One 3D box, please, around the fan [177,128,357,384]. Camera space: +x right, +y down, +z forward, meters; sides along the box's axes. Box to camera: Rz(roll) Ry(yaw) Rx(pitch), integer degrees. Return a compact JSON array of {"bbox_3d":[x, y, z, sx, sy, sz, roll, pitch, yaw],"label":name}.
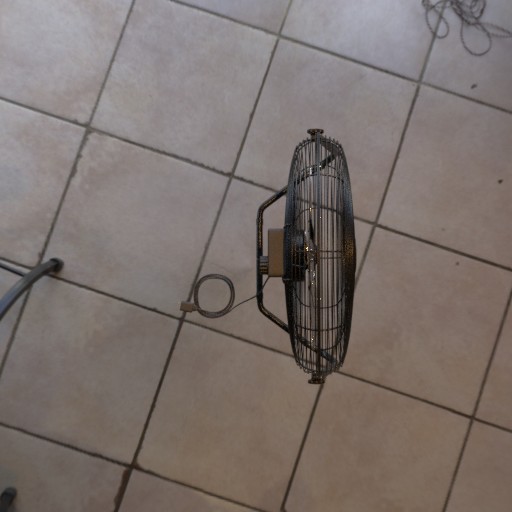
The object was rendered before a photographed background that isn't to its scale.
[{"bbox_3d":[0.000,0.000,0.937,0.424,0.546,0.555,0,88,0],"label":"fan"}]
